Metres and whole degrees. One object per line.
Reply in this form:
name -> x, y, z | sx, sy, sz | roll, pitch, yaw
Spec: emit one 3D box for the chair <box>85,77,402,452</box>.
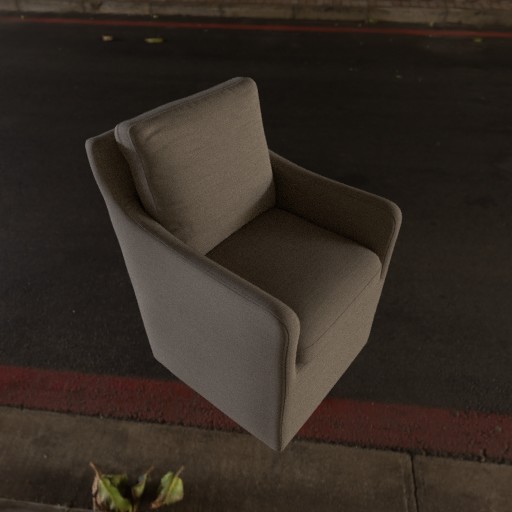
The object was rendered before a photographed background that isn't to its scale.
chair -> 0.000, 0.000, 1.412 | 0.694, 0.914, 0.626 | 28, 48, 29
